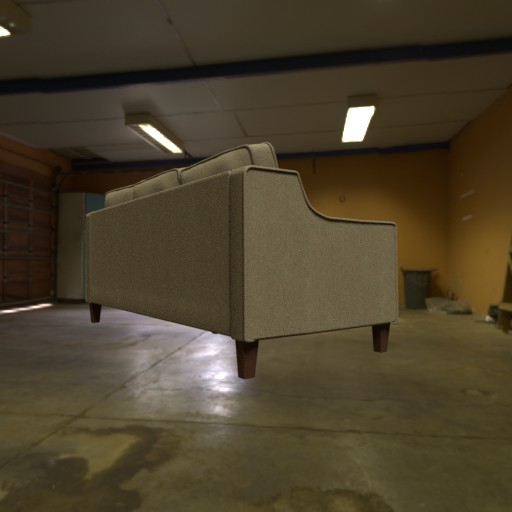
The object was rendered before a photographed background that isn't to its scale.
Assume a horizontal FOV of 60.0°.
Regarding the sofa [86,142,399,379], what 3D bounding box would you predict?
[{"bbox_3d":[0.000,0.000,3.295,1.858,1.081,2.317,1,-1,-37],"label":"sofa"}]
